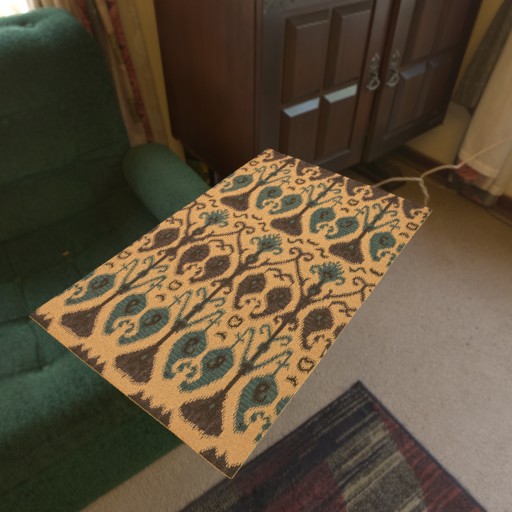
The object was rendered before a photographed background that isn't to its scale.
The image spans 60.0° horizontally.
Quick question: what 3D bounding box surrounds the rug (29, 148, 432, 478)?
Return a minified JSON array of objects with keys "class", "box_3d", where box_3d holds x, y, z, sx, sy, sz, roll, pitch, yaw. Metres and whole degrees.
[{"class":"rug","box_3d":[0.000,0.000,2.082,1.072,0.013,1.698,27,49,26]}]
